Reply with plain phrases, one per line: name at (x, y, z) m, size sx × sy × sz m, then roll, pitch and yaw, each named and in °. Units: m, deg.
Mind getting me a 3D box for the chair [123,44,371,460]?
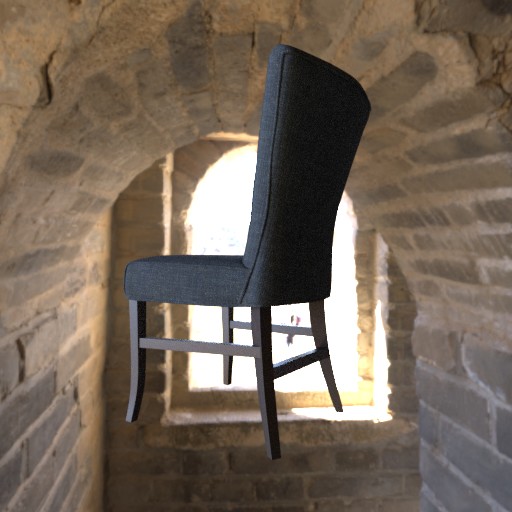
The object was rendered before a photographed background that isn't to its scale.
chair at (0.000, 0.000, 1.359) m, size 0.660 × 0.991 × 0.520 m, roll 0°, pitch 0°, yaw 35°
